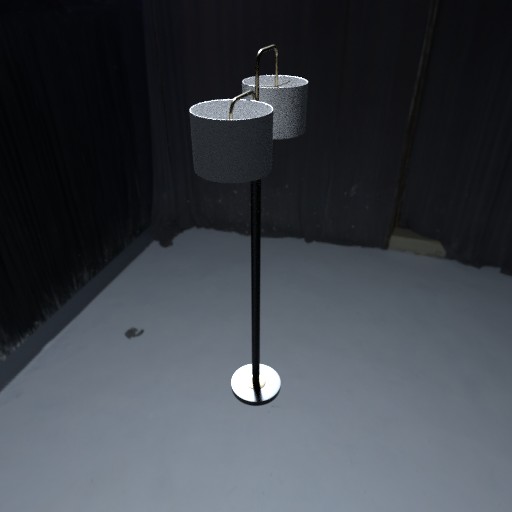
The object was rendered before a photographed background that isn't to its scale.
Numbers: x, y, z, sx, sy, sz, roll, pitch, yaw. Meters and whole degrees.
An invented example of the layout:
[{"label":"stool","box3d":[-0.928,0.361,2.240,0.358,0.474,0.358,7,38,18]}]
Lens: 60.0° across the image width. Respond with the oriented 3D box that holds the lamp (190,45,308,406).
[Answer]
[{"label":"lamp","box3d":[0.000,0.000,1.878,0.254,1.587,0.711,10,33,16]}]
